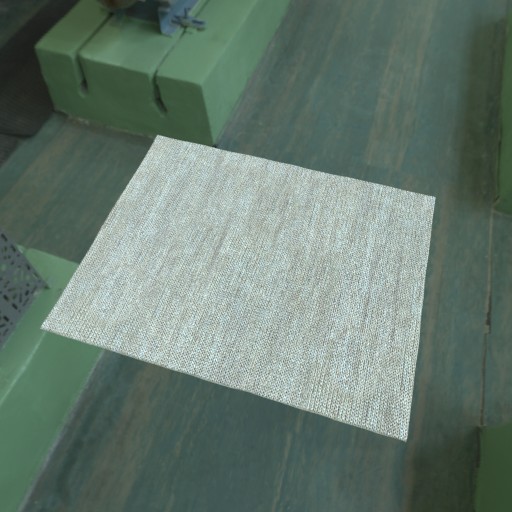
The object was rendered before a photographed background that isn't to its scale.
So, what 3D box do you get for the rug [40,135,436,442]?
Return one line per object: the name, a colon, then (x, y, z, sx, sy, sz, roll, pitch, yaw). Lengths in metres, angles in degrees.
rug: (0.000, 0.000, 4.083, 3.052, 0.030, 2.429, 14, 59, 9)
